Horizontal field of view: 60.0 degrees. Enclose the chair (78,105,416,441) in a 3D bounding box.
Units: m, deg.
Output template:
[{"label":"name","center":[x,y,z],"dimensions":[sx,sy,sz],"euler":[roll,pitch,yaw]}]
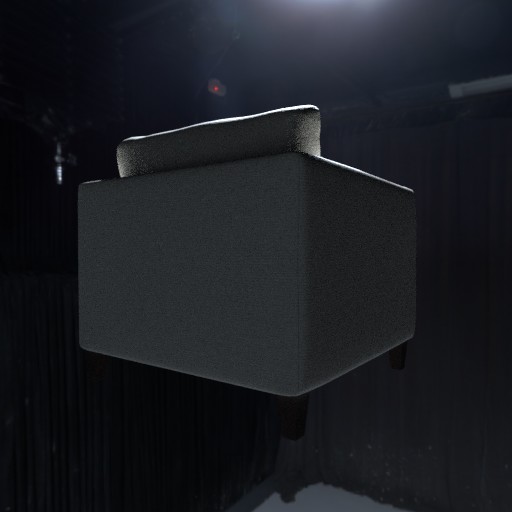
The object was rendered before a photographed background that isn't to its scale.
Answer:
[{"label":"chair","center":[0.000,0.000,1.731],"dimensions":[0.996,0.919,0.959],"euler":[1,1,36]}]
